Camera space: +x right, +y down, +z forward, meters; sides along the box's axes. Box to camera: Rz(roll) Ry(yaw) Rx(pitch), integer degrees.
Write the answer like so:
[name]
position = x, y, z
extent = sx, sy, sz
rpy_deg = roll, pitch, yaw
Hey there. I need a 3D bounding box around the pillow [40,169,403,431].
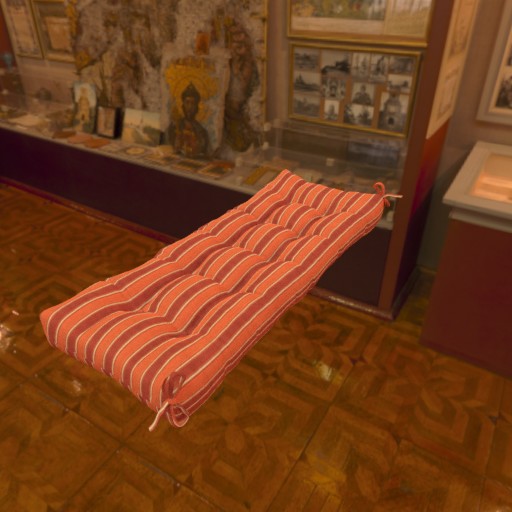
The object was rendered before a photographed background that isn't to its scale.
[pillow]
position = 0.000, 0.000, 1.326
extent = 0.511, 0.174, 1.194
rpy_deg = 20, 37, 29
